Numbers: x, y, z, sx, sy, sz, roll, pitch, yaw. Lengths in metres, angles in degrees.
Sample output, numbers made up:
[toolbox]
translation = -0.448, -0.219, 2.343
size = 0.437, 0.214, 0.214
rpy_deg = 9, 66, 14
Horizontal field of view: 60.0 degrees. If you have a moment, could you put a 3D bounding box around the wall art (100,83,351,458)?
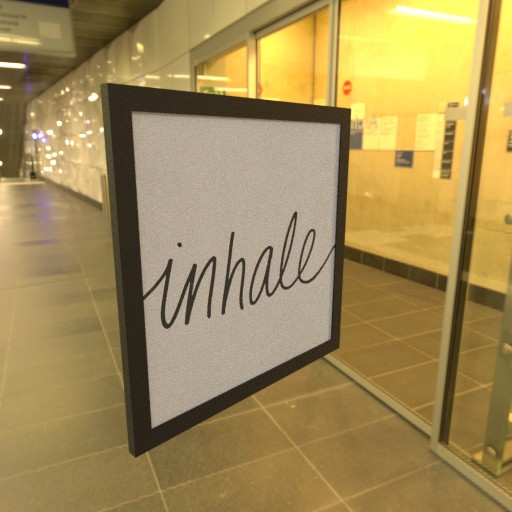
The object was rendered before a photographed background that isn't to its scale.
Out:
[wall art]
translation = 0.000, 0.000, 0.530
size = 0.356, 0.356, 0.013
rpy_deg = -14, 19, -43
